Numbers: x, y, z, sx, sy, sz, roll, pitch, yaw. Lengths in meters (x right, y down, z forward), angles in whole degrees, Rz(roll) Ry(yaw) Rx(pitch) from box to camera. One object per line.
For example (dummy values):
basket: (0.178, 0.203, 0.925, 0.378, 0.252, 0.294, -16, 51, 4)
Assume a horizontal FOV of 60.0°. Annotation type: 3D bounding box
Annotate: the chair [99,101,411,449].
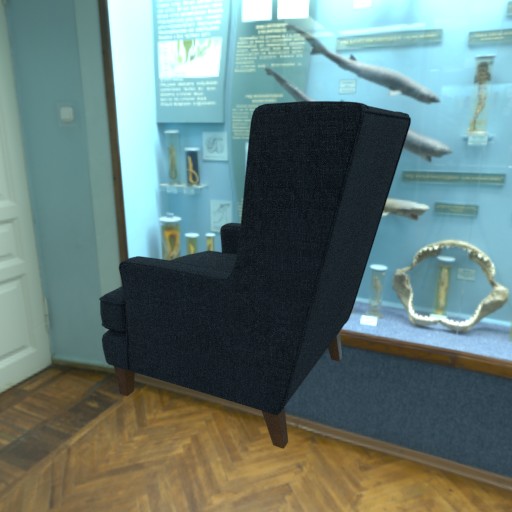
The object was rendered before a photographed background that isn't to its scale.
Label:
chair: (0.000, 0.000, 1.707, 0.947, 1.072, 0.764, 8, 17, 26)
